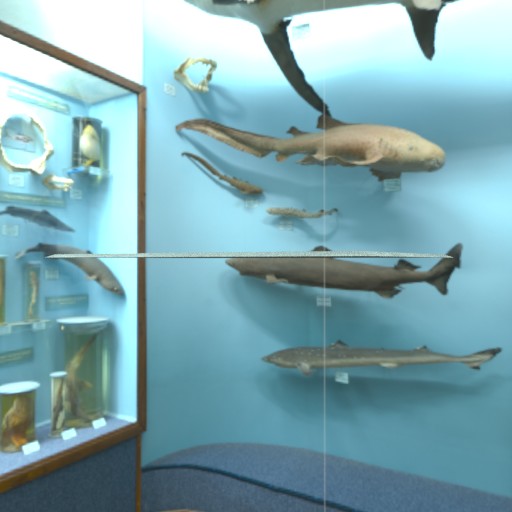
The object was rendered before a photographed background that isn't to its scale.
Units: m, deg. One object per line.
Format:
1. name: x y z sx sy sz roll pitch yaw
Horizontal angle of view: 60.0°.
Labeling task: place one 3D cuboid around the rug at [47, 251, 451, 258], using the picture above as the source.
1. rug: 0.000 0.000 3.992 2.933 0.027 2.332 0 -1 34
